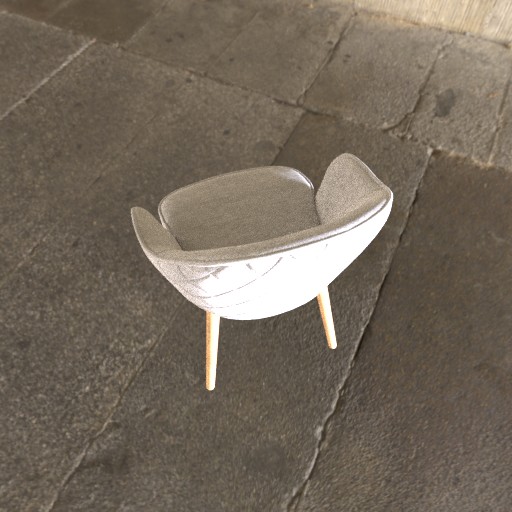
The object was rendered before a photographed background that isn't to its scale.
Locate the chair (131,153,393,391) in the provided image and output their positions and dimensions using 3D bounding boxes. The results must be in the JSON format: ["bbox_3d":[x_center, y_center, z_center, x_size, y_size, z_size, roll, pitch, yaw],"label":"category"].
[{"bbox_3d":[0.000,0.000,1.176,0.540,0.800,0.530,-16,58,-10],"label":"chair"}]
